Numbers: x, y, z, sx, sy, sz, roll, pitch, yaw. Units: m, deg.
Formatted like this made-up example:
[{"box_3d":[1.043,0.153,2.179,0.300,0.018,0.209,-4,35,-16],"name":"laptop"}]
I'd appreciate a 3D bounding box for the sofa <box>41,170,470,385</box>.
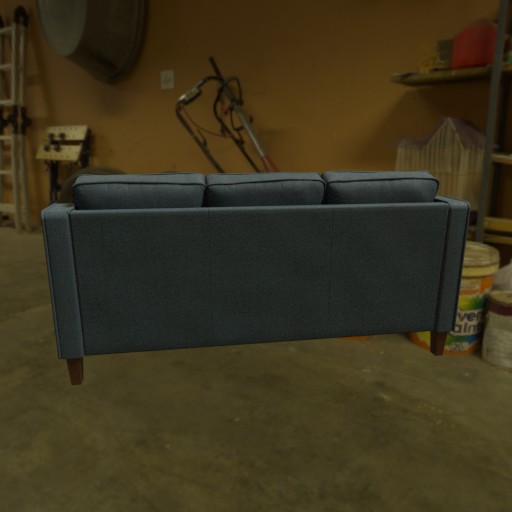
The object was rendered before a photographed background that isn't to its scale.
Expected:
[{"box_3d":[0.000,0.000,2.524,1.986,0.974,0.911,-2,14,-9],"name":"sofa"}]
